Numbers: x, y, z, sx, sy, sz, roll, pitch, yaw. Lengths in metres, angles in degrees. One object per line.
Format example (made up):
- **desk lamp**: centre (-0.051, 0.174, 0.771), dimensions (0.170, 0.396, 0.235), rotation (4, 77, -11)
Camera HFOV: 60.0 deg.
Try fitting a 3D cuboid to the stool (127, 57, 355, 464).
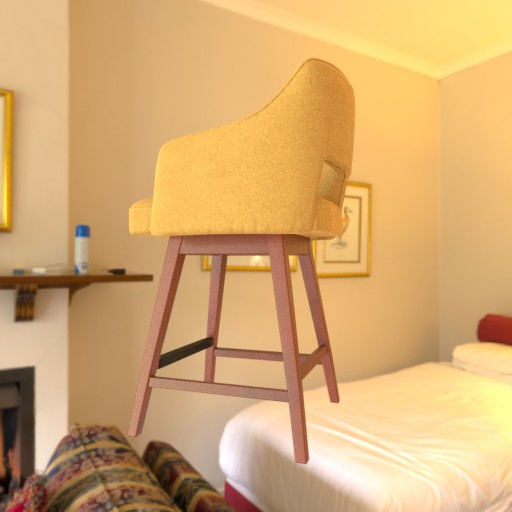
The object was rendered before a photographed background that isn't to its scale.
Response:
- **stool**: centre (0.000, 0.000, 1.266), dimensions (0.558, 0.924, 0.548), rotation (0, 0, 20)
